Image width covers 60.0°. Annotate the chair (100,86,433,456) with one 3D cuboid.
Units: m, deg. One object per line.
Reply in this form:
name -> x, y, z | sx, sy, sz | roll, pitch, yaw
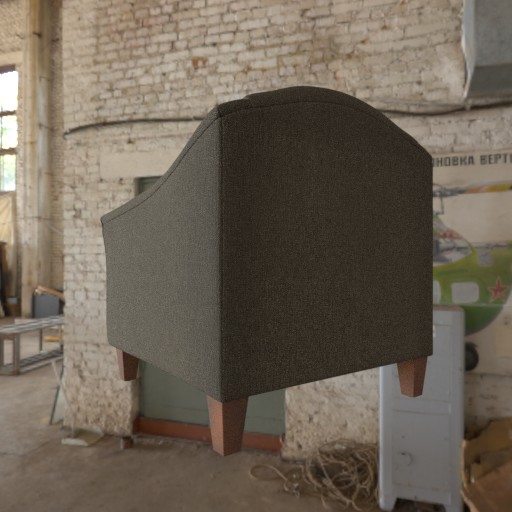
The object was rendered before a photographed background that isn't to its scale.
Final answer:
chair -> 0.000, 0.000, 1.411 | 0.763, 0.839, 0.787 | 0, 0, -36
